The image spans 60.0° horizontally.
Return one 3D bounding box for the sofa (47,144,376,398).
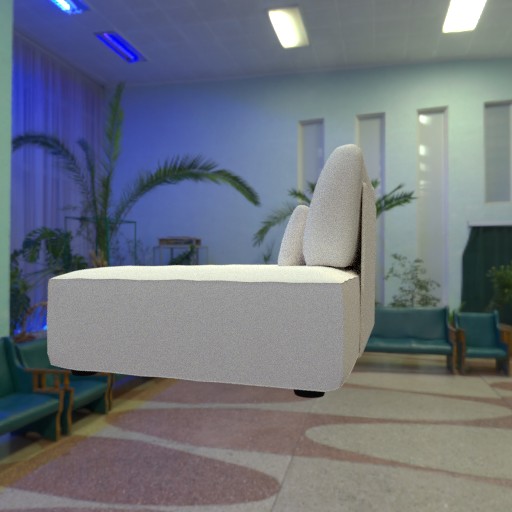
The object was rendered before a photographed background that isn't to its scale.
[{"bbox_3d":[0.000,0.000,2.016,1.000,0.820,1.450,0,-1,18],"label":"sofa"}]
